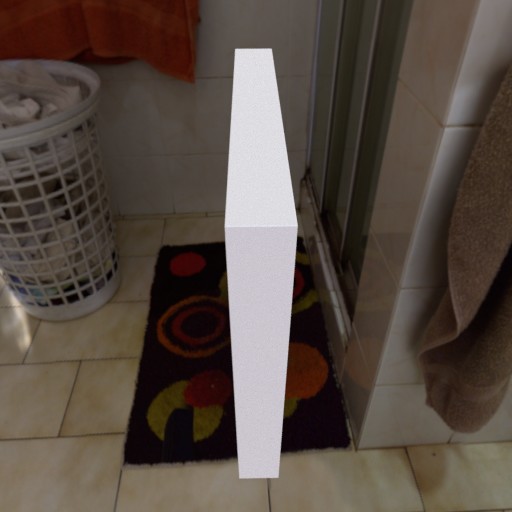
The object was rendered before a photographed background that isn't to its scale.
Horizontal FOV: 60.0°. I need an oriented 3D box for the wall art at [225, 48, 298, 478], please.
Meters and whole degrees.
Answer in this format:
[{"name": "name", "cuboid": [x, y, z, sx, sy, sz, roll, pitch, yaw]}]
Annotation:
[{"name": "wall art", "cuboid": [0.000, 0.000, 0.444, 0.038, 0.305, 0.305, -1, 41, -1]}]
